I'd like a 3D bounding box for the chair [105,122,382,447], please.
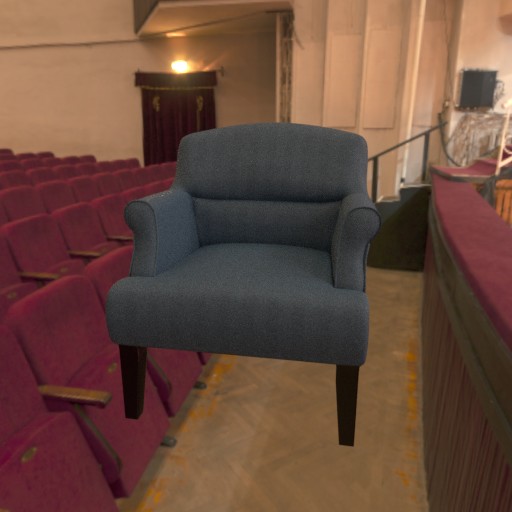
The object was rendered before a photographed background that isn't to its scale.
[{"bbox_3d":[0.000,0.000,1.489,0.770,0.878,0.754,3,15,10],"label":"chair"}]
